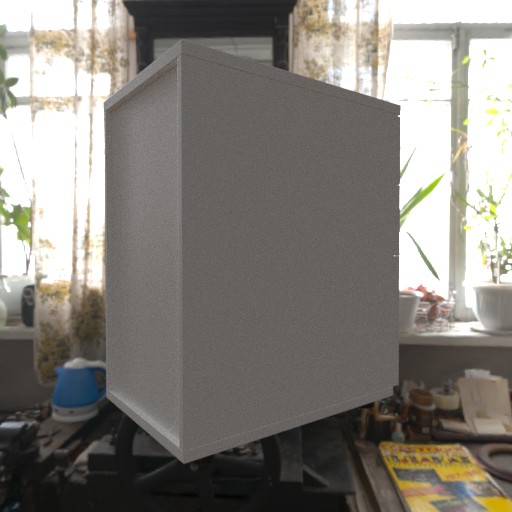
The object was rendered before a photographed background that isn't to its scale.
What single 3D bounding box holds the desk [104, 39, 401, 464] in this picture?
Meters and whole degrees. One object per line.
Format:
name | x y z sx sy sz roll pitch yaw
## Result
desk | 0.000 0.000 1.076 0.600 0.730 0.404 -1 2 -36
